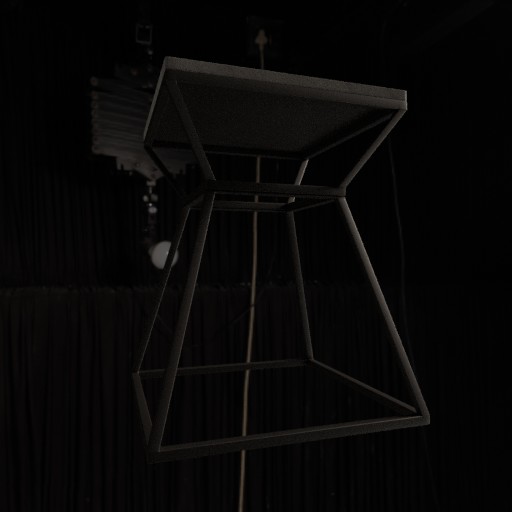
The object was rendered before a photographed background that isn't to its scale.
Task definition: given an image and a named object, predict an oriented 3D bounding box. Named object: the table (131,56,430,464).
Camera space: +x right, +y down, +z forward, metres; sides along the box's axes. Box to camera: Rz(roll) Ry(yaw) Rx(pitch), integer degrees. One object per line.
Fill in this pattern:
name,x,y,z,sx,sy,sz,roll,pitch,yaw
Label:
table,0.000,0.000,0.878,0.455,0.559,0.455,0,-1,-18
